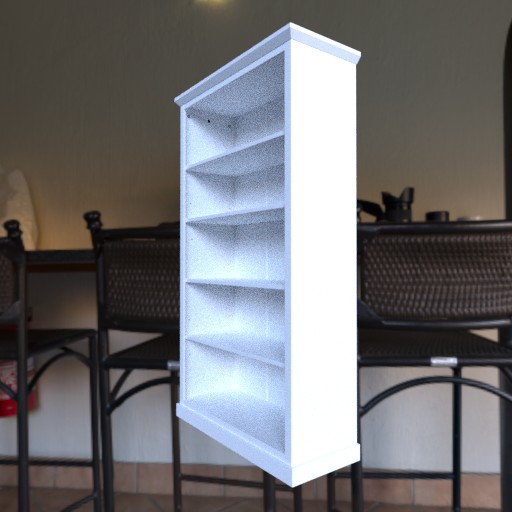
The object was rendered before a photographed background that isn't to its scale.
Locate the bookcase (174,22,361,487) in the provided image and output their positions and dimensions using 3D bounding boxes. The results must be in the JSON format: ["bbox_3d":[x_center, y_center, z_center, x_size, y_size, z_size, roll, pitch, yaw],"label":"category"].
[{"bbox_3d":[0.000,0.000,2.333,0.432,1.880,1.050,1,-1,-37],"label":"bookcase"}]
